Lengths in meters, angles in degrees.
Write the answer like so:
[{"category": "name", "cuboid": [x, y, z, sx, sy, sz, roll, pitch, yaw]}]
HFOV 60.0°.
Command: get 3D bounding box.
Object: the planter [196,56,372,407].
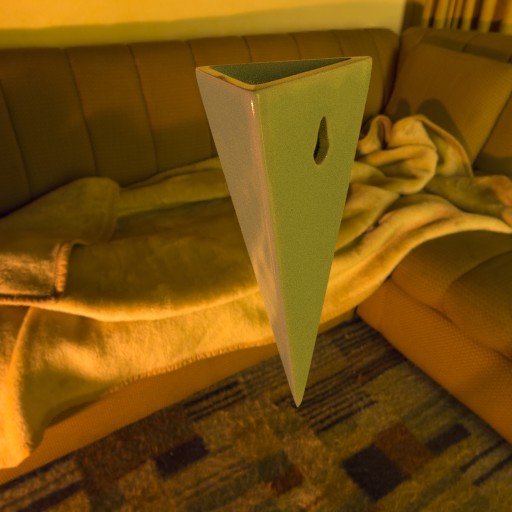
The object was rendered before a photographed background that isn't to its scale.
[{"category": "planter", "cuboid": [0.000, 0.000, 0.219, 0.064, 0.178, 0.080, 22, 39, 31]}]
